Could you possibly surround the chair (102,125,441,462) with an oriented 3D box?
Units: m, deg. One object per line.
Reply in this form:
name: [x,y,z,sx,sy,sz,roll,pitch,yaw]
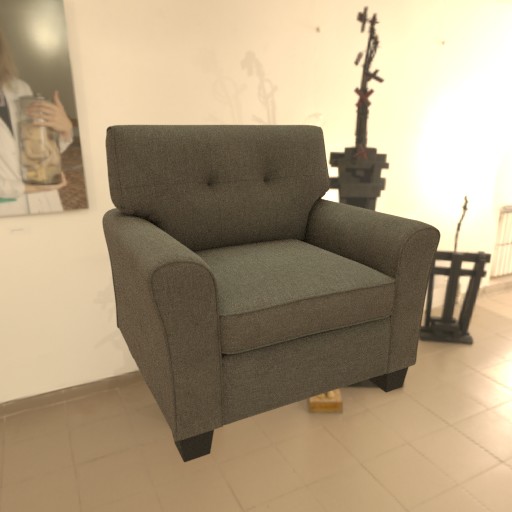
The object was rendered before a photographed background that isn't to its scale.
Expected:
chair: [0.000,0.000,1.567,0.941,0.890,0.816,-8,18,-26]
